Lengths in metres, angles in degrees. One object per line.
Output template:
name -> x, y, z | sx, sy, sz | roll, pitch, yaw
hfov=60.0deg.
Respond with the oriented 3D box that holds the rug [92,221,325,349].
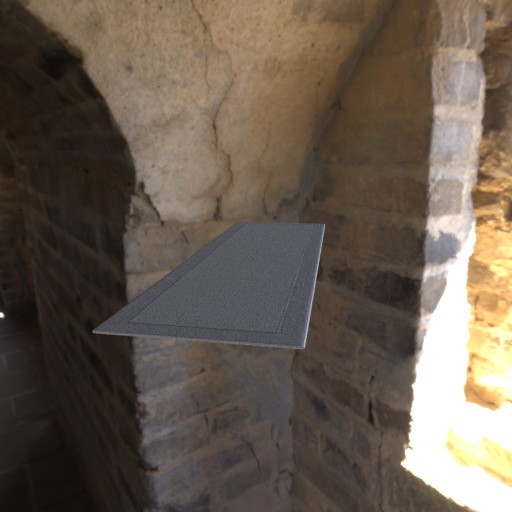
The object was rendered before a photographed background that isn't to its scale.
rug -> 0.000, 0.000, 2.678 | 0.759, 0.012, 2.430 | 2, 14, 10
